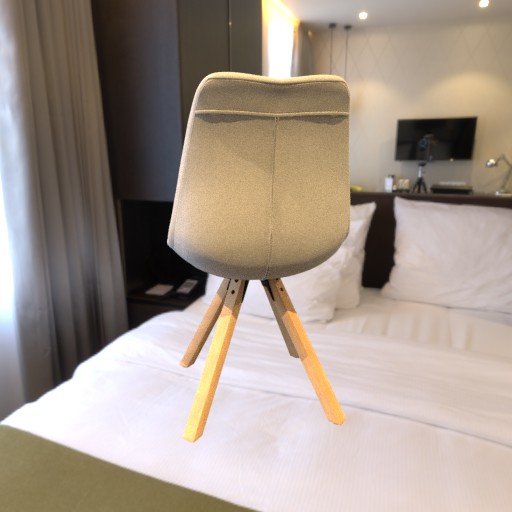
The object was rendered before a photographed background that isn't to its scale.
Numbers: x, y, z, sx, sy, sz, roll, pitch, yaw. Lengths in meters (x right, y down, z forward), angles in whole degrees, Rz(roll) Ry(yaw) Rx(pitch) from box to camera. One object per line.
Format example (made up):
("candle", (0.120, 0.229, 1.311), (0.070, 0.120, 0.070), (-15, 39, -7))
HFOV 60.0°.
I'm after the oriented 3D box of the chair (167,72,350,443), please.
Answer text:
("chair", (0.000, 0.000, 1.218), (0.474, 0.863, 0.549), (-2, 14, -10))
